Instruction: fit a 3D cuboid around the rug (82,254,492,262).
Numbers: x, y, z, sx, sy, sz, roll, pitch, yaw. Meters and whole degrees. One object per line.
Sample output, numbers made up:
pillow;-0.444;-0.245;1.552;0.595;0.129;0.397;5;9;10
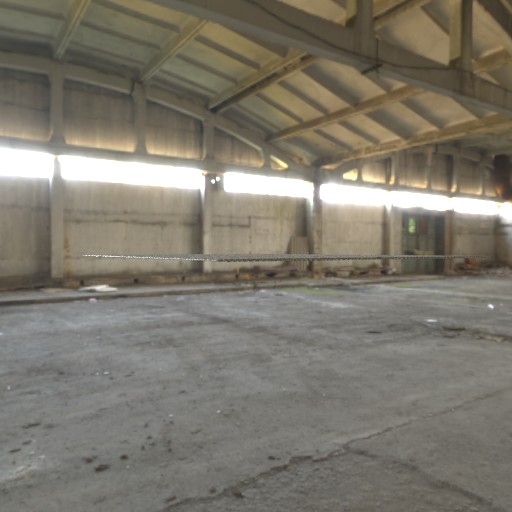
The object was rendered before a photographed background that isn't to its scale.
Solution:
rug;0.000;0.000;4.043;2.380;0.013;3.051;0;1;-34
